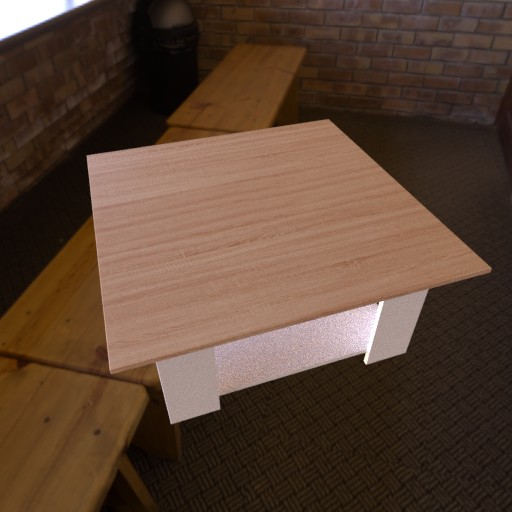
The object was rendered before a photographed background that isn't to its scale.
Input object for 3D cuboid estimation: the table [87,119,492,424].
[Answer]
[{"bbox_3d":[0.000,0.000,1.055,0.670,0.305,0.670,-13,43,-14],"label":"table"}]
